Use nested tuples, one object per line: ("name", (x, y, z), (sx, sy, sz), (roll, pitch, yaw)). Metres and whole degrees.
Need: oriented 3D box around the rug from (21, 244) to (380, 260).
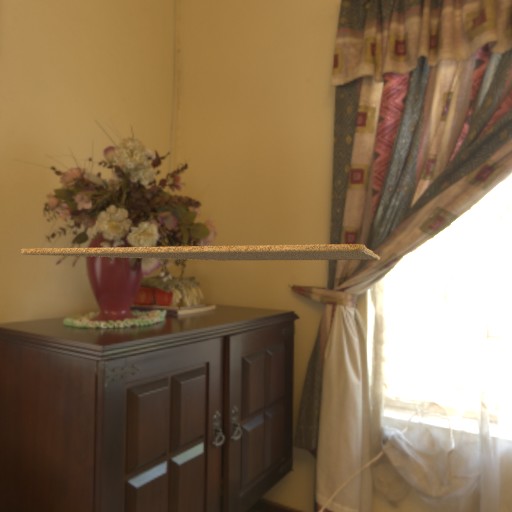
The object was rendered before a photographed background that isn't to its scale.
("rug", (0.000, 0.000, 2.877), (1.500, 0.025, 2.349), (0, -1, 17))
